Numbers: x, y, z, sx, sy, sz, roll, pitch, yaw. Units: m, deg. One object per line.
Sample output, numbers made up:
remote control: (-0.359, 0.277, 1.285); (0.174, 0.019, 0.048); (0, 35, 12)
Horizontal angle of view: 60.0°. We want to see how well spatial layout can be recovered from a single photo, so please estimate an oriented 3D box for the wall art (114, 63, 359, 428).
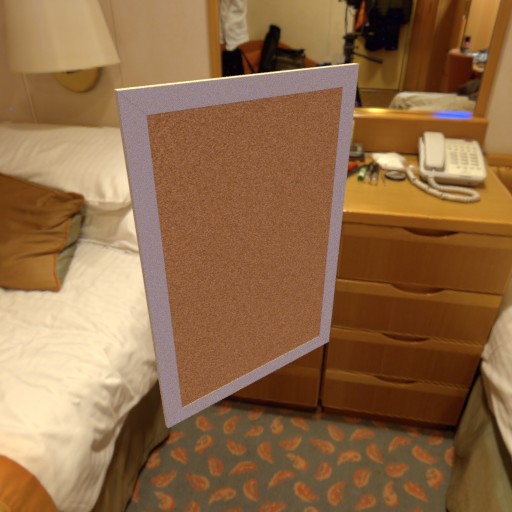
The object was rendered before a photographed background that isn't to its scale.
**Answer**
wall art: (0.000, 0.000, 0.861); (0.454, 0.659, 0.011); (-20, 36, -30)
